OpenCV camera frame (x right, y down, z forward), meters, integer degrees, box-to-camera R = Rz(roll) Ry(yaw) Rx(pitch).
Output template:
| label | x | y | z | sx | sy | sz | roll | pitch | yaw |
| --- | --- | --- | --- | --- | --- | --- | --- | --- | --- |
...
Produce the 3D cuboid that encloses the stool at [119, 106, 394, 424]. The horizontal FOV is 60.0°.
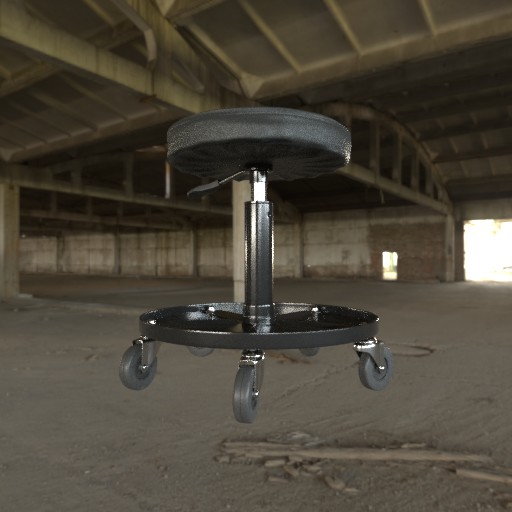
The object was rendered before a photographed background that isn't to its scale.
| label | x | y | z | sx | sy | sz | roll | pitch | yaw |
| --- | --- | --- | --- | --- | --- | --- | --- | --- | --- |
| stool | 0.000 | 0.000 | 0.674 | 0.382 | 0.365 | 0.381 | 0 | 0 | 34 |
